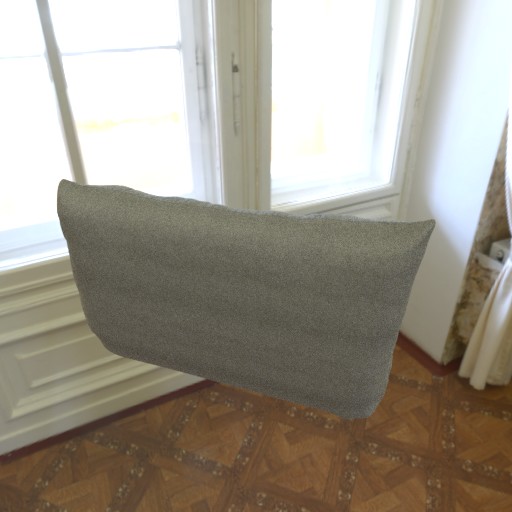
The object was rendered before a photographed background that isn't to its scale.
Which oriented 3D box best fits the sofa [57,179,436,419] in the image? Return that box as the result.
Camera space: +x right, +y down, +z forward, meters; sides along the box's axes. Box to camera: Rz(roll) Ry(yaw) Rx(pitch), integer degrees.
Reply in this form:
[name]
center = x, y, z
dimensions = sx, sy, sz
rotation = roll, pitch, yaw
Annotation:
[sofa]
center = 0.000, 0.000, 1.696
dimensions = 1.144, 0.795, 0.847
rotation = 10, 32, 16
